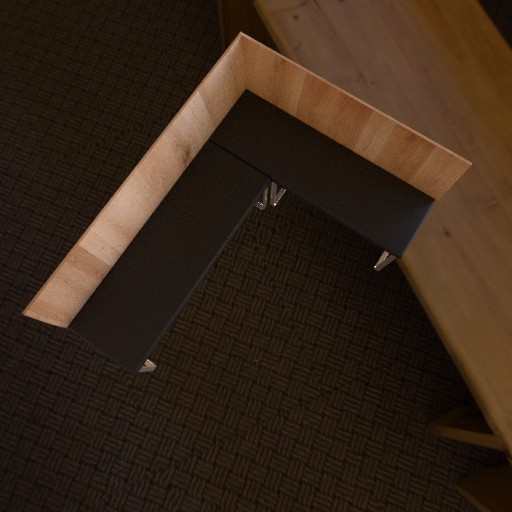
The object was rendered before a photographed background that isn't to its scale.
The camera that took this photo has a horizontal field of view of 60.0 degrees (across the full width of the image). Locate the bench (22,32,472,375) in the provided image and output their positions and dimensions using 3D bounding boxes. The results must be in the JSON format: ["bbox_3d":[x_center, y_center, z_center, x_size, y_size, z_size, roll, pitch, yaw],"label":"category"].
[{"bbox_3d":[0.000,0.000,2.736,1.495,0.930,1.945,33,79,7],"label":"bench"}]
